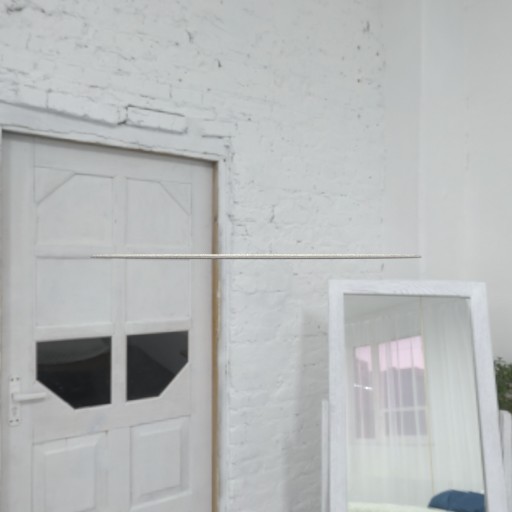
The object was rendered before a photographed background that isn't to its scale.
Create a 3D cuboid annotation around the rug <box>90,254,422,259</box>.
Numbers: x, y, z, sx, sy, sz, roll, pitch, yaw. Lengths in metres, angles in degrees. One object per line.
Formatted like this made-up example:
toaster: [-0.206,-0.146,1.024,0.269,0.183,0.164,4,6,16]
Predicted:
rug: [0.000,0.000,2.272,1.593,0.012,1.593,0,0,0]
